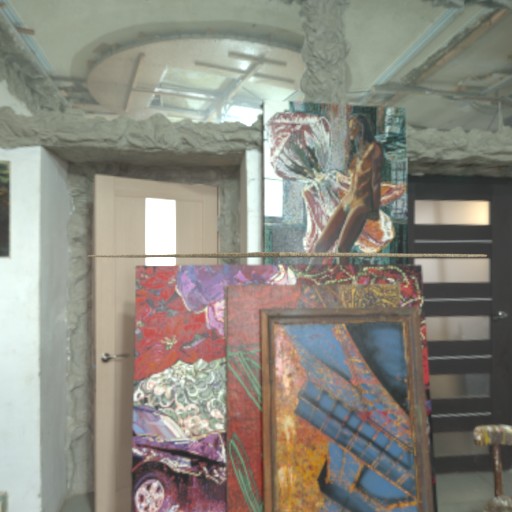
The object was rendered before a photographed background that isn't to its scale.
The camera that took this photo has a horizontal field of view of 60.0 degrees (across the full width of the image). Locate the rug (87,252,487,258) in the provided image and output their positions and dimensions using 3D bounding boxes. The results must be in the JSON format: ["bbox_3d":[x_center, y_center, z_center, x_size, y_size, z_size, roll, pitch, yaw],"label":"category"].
[{"bbox_3d":[0.000,0.000,2.341,1.211,0.018,1.822,0,0,-37],"label":"rug"}]
